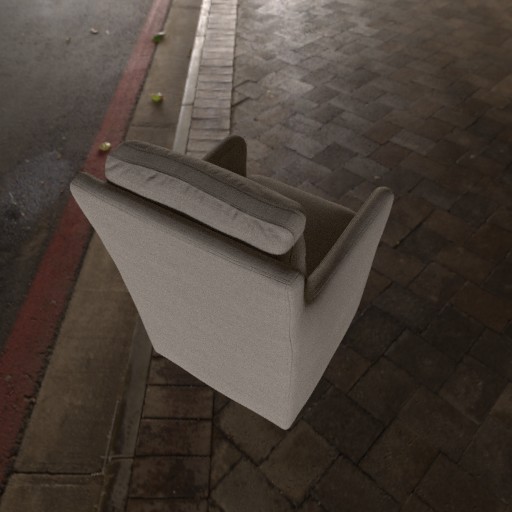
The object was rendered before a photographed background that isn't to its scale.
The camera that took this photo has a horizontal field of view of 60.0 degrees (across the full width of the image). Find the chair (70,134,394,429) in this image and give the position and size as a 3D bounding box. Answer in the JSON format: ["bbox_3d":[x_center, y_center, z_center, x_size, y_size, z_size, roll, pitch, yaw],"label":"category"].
[{"bbox_3d":[0.000,0.000,1.387,0.626,0.914,0.694,25,52,21],"label":"chair"}]
